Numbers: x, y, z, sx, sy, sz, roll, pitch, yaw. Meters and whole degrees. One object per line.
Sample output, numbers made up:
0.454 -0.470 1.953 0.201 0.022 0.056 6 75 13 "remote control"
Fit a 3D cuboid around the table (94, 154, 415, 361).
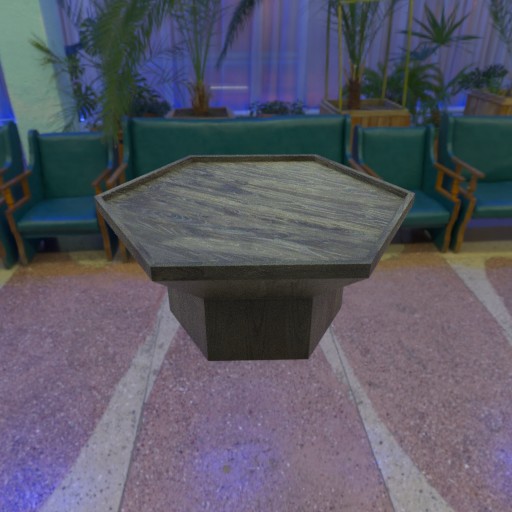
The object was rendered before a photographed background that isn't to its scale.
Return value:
0.000 0.000 1.657 1.115 0.488 0.966 -1 29 -1 "table"
